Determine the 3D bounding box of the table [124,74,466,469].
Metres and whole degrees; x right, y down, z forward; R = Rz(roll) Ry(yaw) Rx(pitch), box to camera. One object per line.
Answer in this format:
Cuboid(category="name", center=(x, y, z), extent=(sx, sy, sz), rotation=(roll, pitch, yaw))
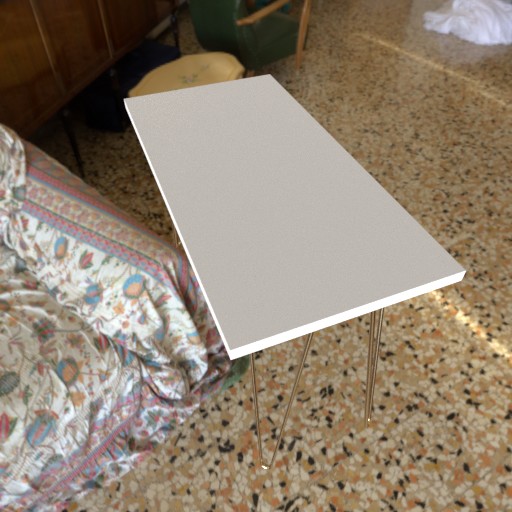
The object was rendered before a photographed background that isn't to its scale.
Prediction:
Cuboid(category="table", center=(0.000, 0.000, 1.368), extent=(0.498, 0.660, 0.991), rotation=(-16, 47, -15))
